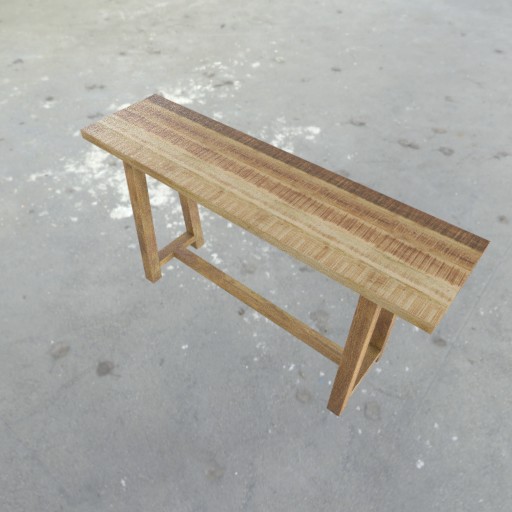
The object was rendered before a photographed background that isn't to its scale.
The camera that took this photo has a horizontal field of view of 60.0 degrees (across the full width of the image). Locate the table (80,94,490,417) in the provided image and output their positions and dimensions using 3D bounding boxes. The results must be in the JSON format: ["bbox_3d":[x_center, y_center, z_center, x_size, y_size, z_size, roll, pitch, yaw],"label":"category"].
[{"bbox_3d":[0.000,0.000,1.875,1.524,0.810,0.405,31,53,26],"label":"table"}]
